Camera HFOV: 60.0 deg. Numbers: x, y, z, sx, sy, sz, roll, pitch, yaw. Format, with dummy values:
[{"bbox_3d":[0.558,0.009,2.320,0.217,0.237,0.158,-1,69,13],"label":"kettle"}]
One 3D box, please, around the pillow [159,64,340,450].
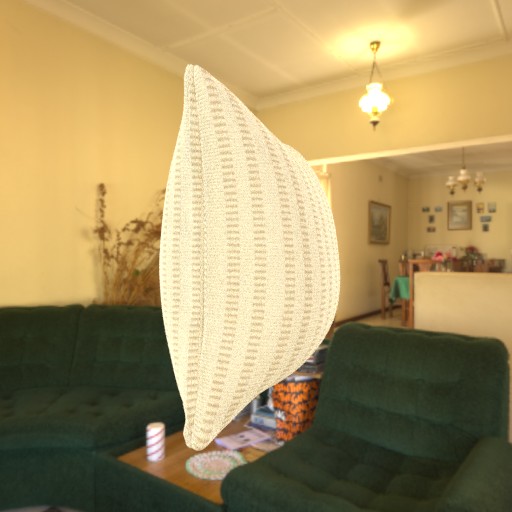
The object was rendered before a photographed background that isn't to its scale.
[{"bbox_3d":[0.000,0.000,0.678,0.247,0.419,0.438,0,0,19],"label":"pillow"}]
